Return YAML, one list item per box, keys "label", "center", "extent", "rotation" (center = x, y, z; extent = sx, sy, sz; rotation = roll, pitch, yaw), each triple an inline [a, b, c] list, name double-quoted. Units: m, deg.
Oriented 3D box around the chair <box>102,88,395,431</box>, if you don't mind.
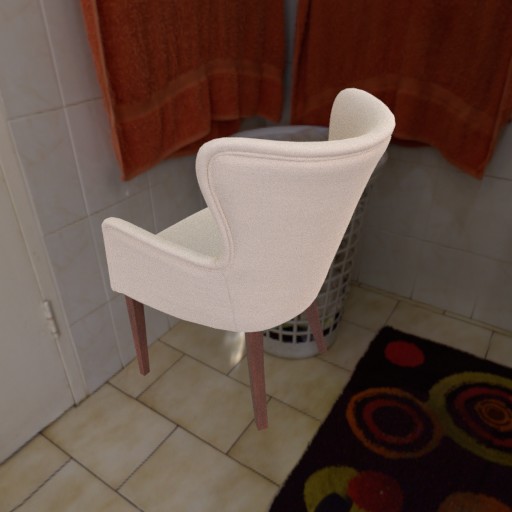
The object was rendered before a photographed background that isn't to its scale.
- label: "chair"
  center: [0.000, 0.000, 1.465]
  extent: [0.744, 0.990, 0.696]
  rotation: [20, 37, 29]
